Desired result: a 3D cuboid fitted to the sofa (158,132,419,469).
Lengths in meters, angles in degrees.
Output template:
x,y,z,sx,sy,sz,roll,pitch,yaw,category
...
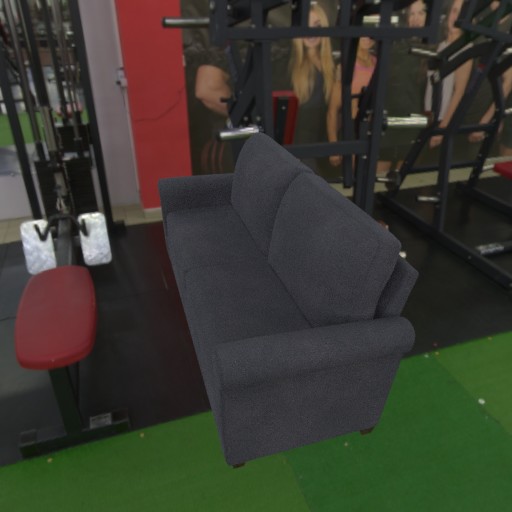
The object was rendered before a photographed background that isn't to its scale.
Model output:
x,y,z,sx,sy,sz,roll,pitch,yaw,category
0.000,0.000,2.443,0.842,0.942,1.935,-9,31,-15,sofa
